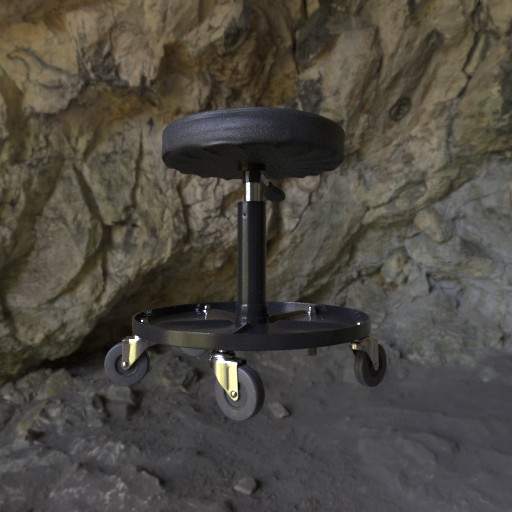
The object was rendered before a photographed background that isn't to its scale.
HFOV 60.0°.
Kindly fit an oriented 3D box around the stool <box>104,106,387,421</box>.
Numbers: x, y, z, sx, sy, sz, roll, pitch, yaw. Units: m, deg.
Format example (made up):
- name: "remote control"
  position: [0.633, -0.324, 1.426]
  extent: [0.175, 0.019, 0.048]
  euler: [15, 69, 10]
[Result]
- name: "stool"
  position: [0.000, 0.000, 0.673]
  extent: [0.381, 0.365, 0.382]
  euler: [0, 0, 18]
